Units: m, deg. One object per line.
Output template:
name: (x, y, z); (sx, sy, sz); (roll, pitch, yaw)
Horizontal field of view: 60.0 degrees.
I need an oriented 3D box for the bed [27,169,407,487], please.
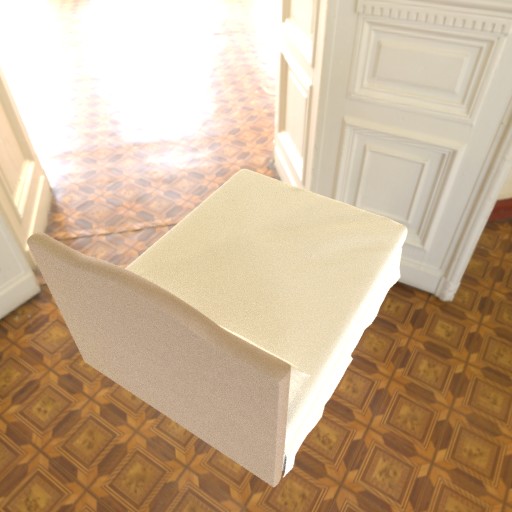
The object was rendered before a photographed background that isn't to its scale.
bed: (0.000, 0.000, 3.345); (1.821, 1.436, 2.282); (24, 49, 22)
